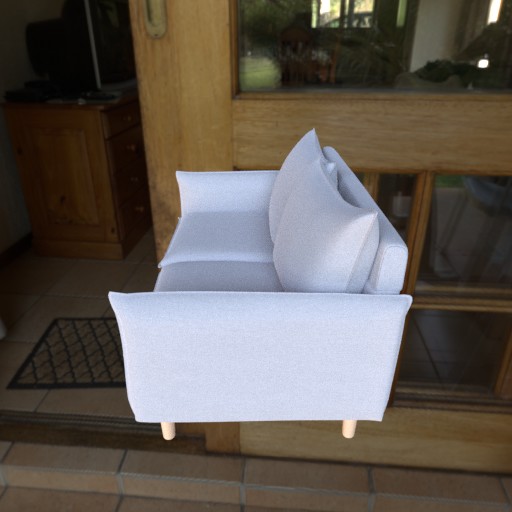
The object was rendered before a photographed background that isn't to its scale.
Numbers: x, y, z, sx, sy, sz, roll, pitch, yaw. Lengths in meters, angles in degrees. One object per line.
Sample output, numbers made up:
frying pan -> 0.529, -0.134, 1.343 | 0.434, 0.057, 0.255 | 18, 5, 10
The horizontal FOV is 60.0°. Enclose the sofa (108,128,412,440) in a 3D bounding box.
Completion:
sofa -> 0.000, 0.000, 1.811 | 0.820, 0.840, 1.300 | 0, 26, -1
